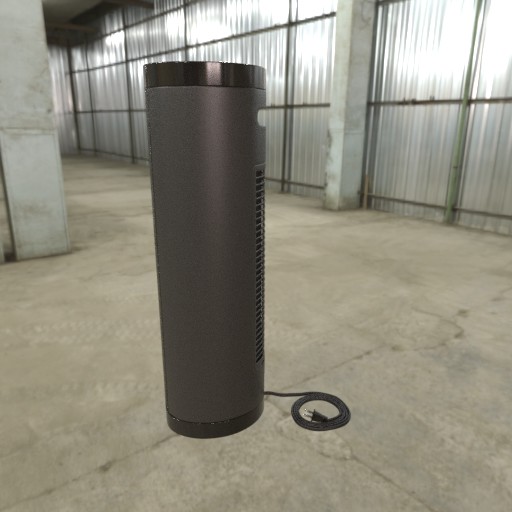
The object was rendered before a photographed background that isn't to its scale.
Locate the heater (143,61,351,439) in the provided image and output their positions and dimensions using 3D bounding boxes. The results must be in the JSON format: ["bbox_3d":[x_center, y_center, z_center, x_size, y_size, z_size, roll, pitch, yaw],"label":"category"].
[{"bbox_3d":[0.000,0.000,0.703,0.312,0.552,0.174,-3,17,-9],"label":"heater"}]
